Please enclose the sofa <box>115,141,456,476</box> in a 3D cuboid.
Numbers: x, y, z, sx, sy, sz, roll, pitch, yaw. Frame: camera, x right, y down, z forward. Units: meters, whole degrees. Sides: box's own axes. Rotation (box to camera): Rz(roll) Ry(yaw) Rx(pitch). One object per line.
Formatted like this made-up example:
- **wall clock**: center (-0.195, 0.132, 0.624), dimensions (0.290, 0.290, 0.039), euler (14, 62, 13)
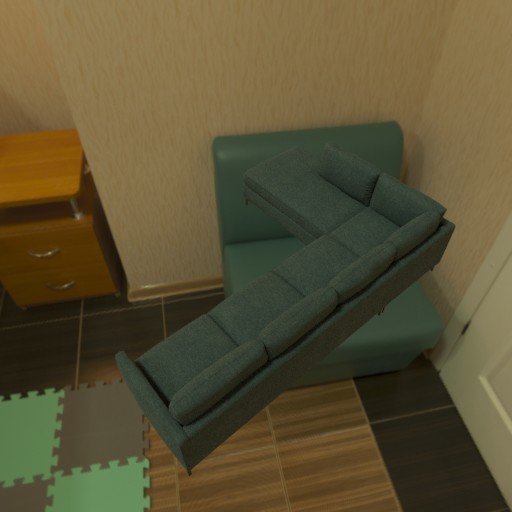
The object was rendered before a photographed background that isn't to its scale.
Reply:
- **sofa**: center (0.000, 0.000, 3.877), dimensions (2.949, 0.815, 2.007), euler (-32, 55, -26)
